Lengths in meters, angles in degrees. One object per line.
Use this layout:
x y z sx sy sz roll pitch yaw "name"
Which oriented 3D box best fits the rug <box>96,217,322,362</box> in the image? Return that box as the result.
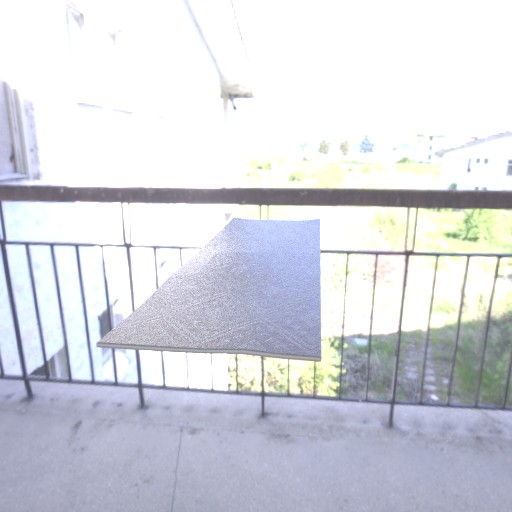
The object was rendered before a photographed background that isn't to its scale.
0.000 0.000 2.602 0.752 0.051 2.452 2 15 8 "rug"
